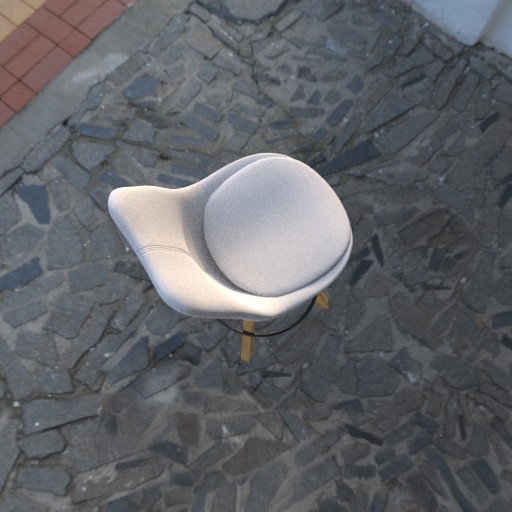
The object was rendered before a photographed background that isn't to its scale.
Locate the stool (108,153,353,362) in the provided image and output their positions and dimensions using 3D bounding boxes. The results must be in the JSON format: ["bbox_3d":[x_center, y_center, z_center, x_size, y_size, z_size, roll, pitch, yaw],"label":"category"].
[{"bbox_3d":[0.000,0.000,1.412,0.550,1.115,0.484,-33,77,-9],"label":"stool"}]
